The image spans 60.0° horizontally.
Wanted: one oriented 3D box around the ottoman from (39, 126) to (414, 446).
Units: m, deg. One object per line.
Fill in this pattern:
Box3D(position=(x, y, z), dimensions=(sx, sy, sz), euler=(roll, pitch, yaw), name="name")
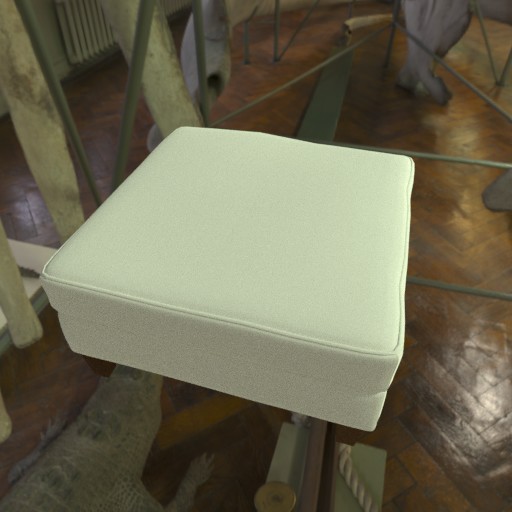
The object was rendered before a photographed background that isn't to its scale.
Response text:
Box3D(position=(0.000, 0.000, 1.348), dimensions=(0.838, 0.479, 0.838), euler=(11, 43, 12), name="ottoman")
